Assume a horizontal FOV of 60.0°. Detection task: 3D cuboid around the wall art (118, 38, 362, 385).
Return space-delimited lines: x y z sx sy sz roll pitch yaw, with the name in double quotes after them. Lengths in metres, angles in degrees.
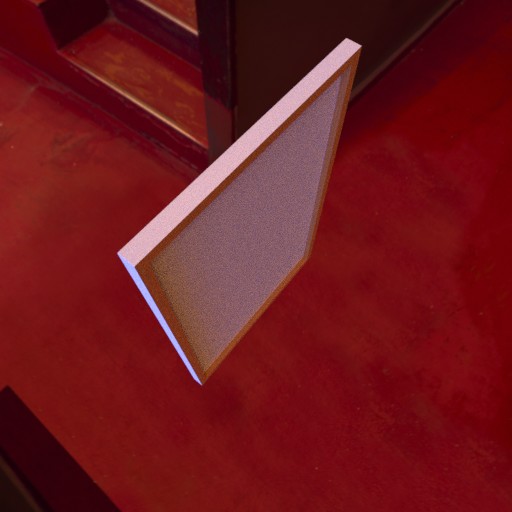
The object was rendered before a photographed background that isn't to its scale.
0.000 0.000 1.166 0.037 0.916 0.610 36 69 16 "wall art"
